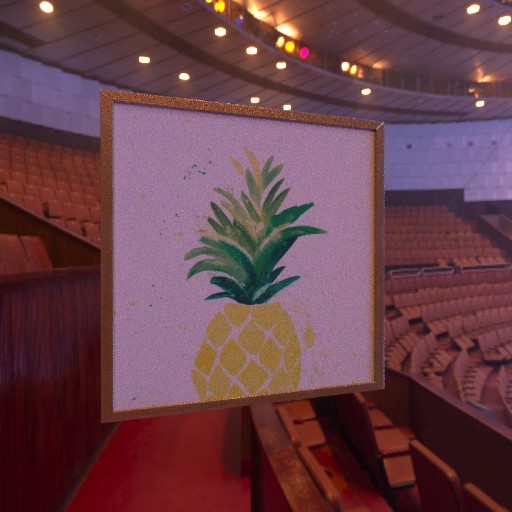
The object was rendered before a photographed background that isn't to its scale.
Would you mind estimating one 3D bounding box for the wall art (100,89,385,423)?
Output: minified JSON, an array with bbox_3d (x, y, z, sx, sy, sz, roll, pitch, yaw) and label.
[{"bbox_3d":[0.000,0.000,1.151,0.762,0.760,0.037,0,0,-20],"label":"wall art"}]
